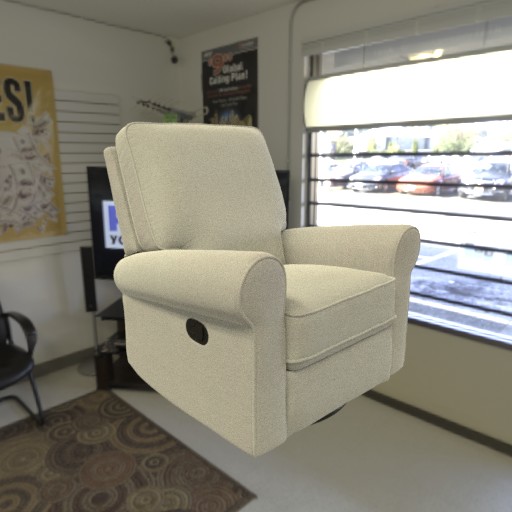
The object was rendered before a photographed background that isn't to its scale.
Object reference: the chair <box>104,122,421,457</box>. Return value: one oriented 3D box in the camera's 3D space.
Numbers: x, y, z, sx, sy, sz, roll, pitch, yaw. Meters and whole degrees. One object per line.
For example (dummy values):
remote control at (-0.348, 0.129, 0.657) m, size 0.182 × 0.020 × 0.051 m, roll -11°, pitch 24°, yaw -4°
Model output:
chair at (0.000, 0.000, 1.620) m, size 0.890 × 0.960 × 0.878 m, roll -12°, pitch 17°, yaw -42°
